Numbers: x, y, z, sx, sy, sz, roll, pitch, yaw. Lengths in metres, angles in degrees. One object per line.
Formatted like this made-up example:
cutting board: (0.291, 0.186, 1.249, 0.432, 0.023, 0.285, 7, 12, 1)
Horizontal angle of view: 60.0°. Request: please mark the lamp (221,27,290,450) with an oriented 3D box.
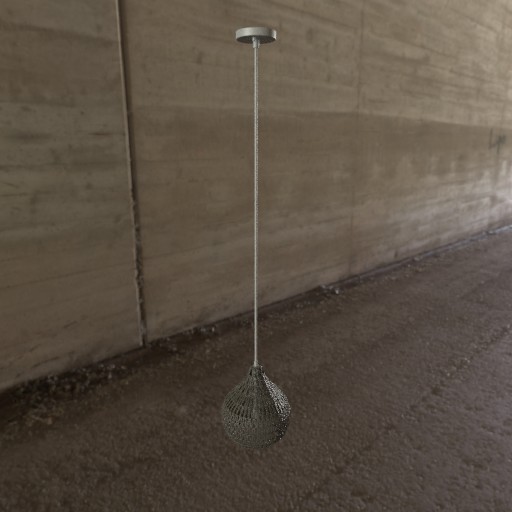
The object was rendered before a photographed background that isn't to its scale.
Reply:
lamp: (0.000, 0.000, 2.078, 0.355, 1.919, 0.355, 2, 15, 9)
